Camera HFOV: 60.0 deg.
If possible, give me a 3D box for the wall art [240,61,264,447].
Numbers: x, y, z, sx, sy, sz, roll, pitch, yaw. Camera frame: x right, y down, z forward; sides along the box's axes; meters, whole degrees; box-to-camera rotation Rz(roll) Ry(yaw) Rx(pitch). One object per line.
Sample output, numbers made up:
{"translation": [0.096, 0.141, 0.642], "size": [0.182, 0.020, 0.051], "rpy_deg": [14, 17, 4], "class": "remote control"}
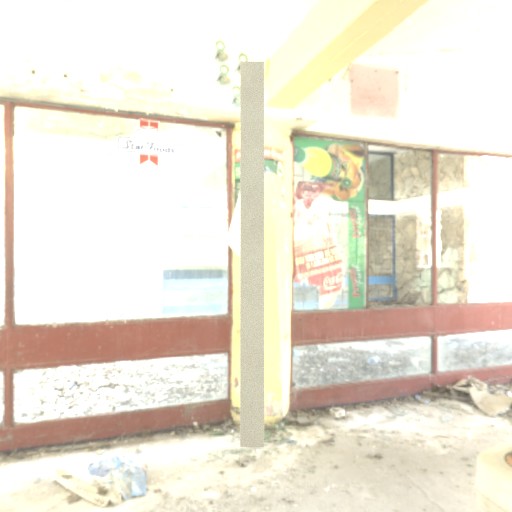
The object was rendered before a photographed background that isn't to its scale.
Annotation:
{"translation": [0.000, 0.000, 1.159], "size": [0.038, 0.610, 0.915], "rpy_deg": [0, -1, 1], "class": "wall art"}
